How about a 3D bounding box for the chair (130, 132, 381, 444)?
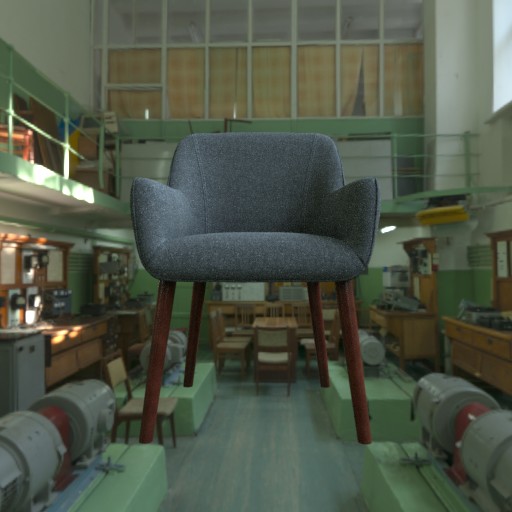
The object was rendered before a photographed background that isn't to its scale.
[{"bbox_3d":[0.000,0.000,1.187,0.543,0.803,0.519,0,-1,0],"label":"chair"}]
